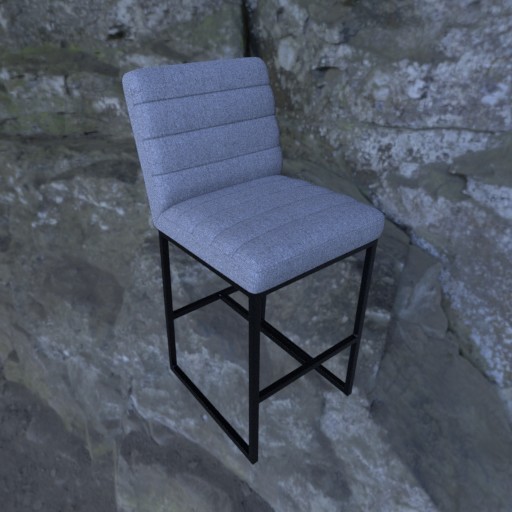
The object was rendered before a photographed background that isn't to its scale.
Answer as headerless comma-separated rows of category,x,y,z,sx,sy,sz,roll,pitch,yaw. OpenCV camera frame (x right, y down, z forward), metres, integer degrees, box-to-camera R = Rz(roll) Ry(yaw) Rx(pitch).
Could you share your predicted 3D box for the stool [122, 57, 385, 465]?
stool,0.000,0.000,1.335,0.459,1.034,0.571,-22,37,-32
